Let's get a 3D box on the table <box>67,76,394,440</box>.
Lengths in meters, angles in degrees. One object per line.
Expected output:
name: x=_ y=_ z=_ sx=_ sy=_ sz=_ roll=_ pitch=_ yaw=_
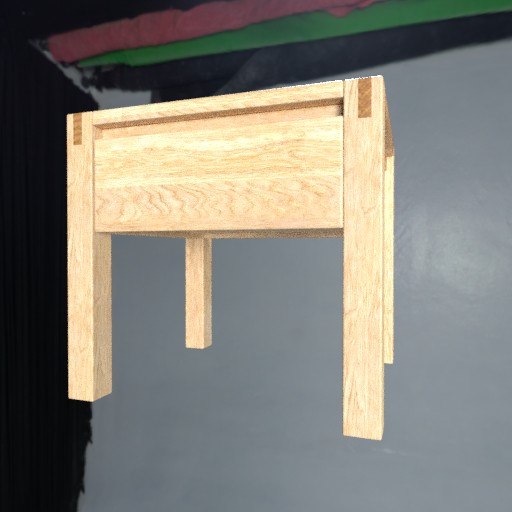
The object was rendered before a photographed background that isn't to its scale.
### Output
table: x=0.000 y=0.000 z=0.830 sx=0.480 sy=0.450 sz=0.440 roll=0 pitch=1 yaw=19
